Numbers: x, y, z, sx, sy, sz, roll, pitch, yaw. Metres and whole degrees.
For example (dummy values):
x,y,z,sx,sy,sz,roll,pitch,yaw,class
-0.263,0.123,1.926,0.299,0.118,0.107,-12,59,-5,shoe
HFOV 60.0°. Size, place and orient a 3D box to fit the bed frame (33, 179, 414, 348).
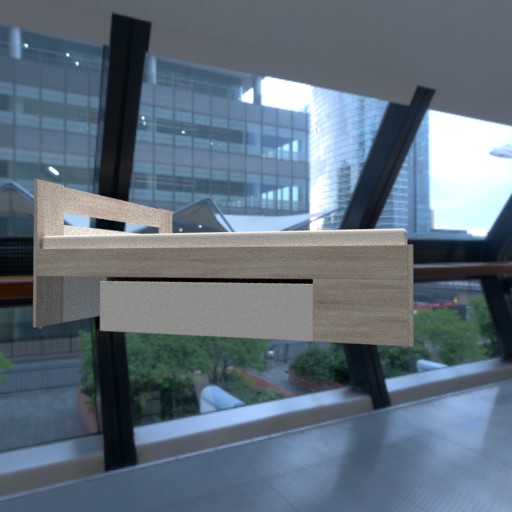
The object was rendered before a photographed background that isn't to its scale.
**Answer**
x,y,z,sx,sy,sz,roll,pitch,yaw,class
0.000,0.000,3.223,2.050,0.860,2.040,0,-1,16,bed frame
